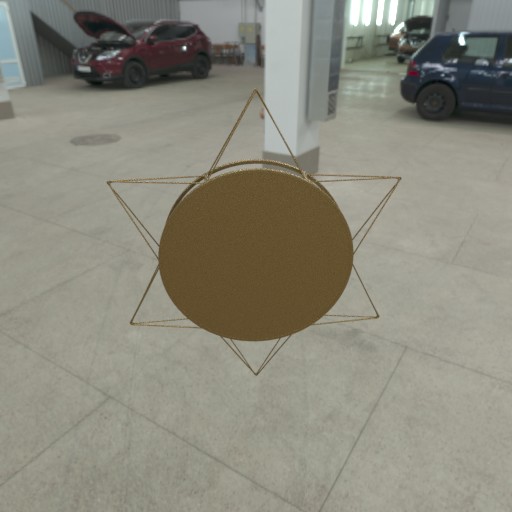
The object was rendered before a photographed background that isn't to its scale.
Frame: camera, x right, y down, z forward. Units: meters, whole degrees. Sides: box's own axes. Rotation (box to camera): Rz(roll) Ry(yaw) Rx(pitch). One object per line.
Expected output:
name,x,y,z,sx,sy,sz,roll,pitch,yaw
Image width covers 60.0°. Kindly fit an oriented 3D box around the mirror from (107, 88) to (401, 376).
mirror,0.000,0.000,0.815,0.498,0.581,0.062,-1,28,-2
